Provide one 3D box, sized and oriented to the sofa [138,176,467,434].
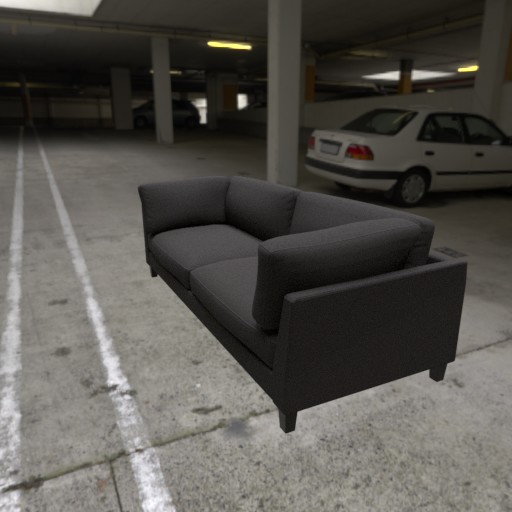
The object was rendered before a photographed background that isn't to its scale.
[{"bbox_3d":[0.000,0.000,2.755,0.969,0.792,2.312,-8,18,-25],"label":"sofa"}]
